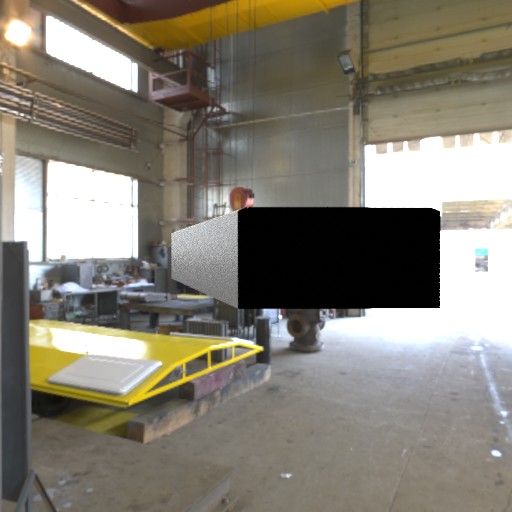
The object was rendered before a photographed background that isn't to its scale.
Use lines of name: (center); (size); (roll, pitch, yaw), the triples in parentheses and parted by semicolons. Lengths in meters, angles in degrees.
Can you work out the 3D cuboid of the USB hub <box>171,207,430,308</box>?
USB hub: (0.000, 0.000, 0.160); (0.044, 0.023, 0.145); (0, 0, -18)
